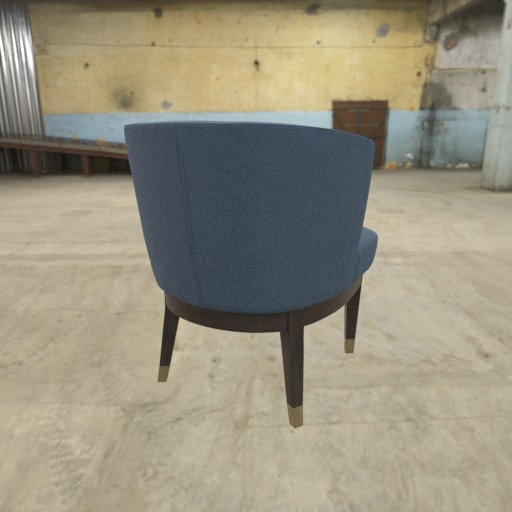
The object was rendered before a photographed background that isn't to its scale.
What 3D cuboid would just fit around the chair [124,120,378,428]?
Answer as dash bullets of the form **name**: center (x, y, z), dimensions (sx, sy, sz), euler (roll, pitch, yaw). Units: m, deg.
- **chair**: center (0.000, 0.000, 1.318), dimensions (0.661, 0.760, 0.702), euler (9, 18, 27)
